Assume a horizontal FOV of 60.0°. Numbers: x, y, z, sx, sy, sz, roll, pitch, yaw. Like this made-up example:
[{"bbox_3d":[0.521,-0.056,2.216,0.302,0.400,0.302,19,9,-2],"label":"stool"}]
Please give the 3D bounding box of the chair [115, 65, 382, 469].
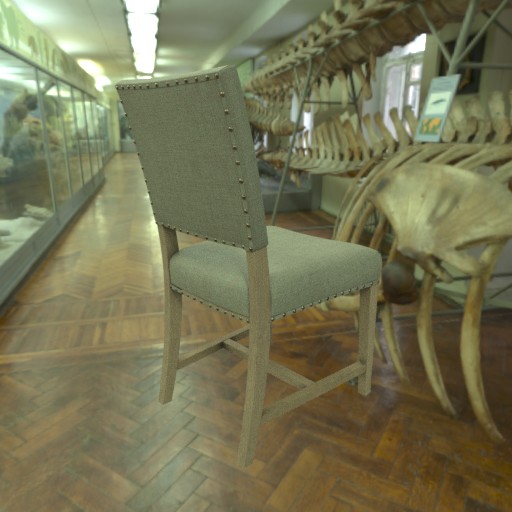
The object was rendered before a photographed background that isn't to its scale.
[{"bbox_3d":[0.000,0.000,1.337,0.622,0.986,0.508,-15,22,-42],"label":"chair"}]
